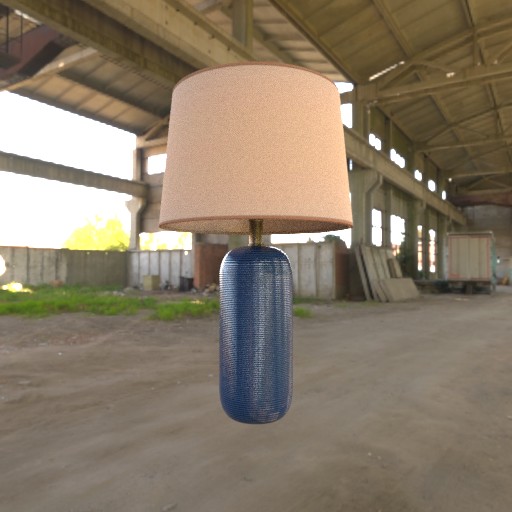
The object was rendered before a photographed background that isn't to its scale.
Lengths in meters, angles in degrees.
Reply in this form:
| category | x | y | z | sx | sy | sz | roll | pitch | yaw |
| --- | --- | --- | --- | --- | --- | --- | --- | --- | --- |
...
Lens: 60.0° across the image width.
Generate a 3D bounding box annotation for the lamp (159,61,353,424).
| category | x | y | z | sx | sy | sz | roll | pitch | yaw |
| --- | --- | --- | --- | --- | --- | --- | --- | --- | --- |
| lamp | 0.000 | 0.000 | 0.855 | 0.367 | 0.609 | 0.367 | 0 | -1 | 0 |
